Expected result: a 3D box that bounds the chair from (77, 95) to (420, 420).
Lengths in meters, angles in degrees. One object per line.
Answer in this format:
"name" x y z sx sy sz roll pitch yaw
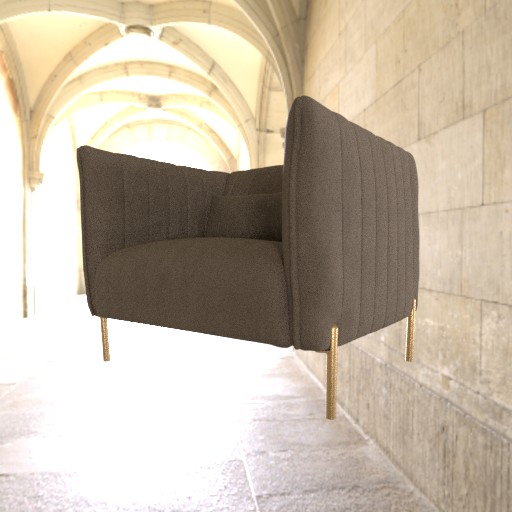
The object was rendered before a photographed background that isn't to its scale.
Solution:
"chair" 0.000 0.000 1.607 0.981 0.779 0.873 1 2 36
